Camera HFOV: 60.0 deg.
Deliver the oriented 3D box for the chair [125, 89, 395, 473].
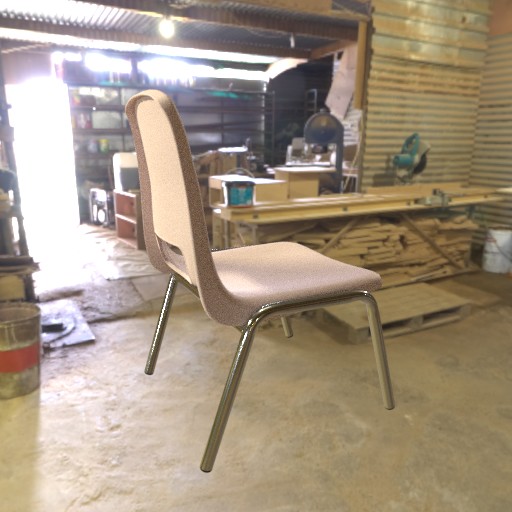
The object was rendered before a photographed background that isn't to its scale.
[{"bbox_3d":[0.000,0.000,0.789,0.385,0.537,0.354,-8,17,-27],"label":"chair"}]
